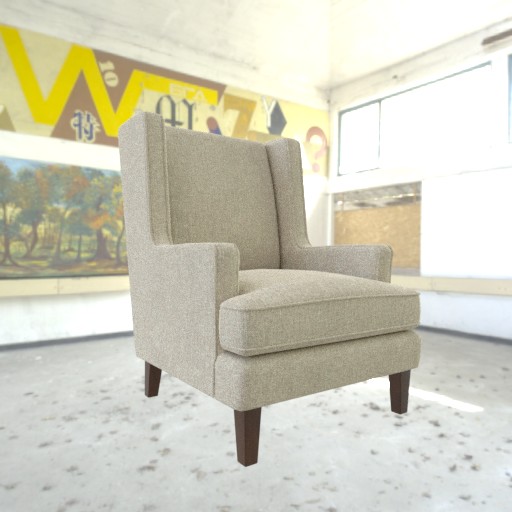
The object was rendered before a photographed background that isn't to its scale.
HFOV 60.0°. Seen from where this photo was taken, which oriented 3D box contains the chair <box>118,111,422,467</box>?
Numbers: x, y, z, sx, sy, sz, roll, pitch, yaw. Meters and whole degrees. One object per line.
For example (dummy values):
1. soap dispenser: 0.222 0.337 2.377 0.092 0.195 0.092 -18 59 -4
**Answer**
1. chair: 0.000 0.000 1.689 0.764 1.082 0.948 0 1 -35
